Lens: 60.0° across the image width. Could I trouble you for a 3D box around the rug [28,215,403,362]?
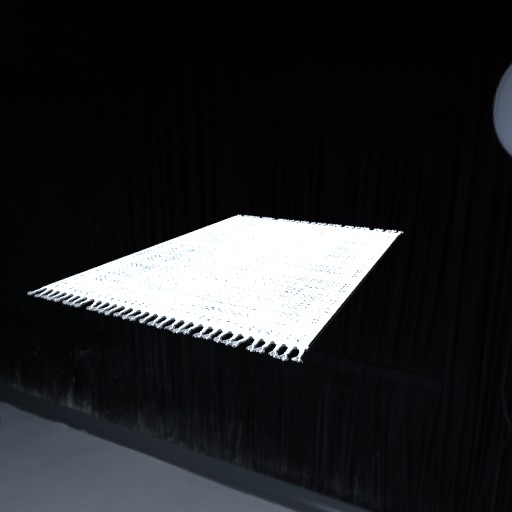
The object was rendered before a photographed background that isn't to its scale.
[{"bbox_3d":[0.000,0.000,2.385,1.243,0.013,1.872,8,19,26],"label":"rug"}]
